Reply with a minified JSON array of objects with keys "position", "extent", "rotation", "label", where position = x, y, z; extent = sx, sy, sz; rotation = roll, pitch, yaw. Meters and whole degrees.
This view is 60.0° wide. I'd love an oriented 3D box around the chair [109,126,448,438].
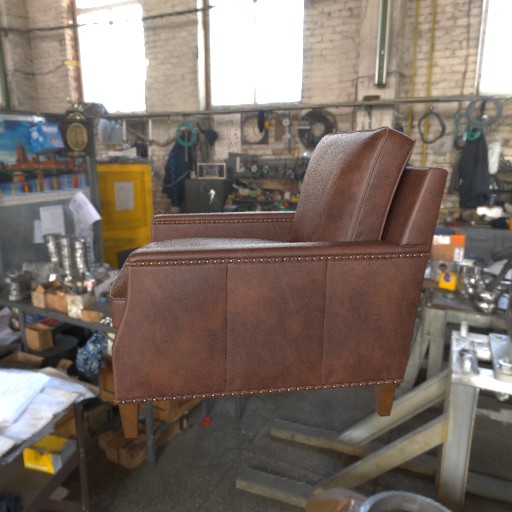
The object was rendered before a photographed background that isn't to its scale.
[{"position":[0.000,0.000,1.690],"extent":[1.014,0.929,0.853],"rotation":[-2,13,-8],"label":"chair"}]
